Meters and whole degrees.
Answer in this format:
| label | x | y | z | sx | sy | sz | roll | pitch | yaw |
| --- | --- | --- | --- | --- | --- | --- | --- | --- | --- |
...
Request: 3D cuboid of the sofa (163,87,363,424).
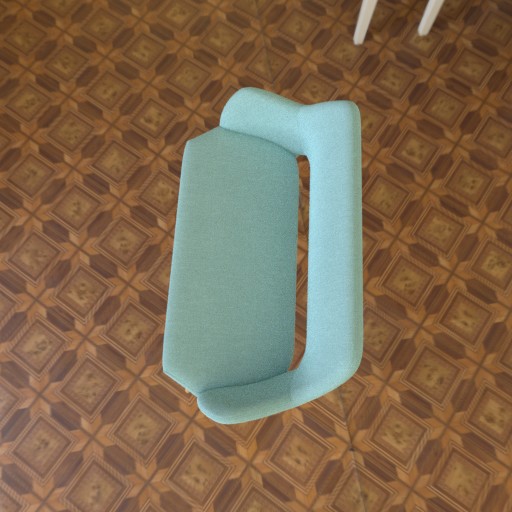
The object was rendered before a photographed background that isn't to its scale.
| label | x | y | z | sx | sy | sz | roll | pitch | yaw |
| --- | --- | --- | --- | --- | --- | --- | --- | --- | --- |
| sofa | 0.000 | 0.000 | 1.661 | 0.610 | 0.840 | 1.150 | 3 | 75 | 1 |
